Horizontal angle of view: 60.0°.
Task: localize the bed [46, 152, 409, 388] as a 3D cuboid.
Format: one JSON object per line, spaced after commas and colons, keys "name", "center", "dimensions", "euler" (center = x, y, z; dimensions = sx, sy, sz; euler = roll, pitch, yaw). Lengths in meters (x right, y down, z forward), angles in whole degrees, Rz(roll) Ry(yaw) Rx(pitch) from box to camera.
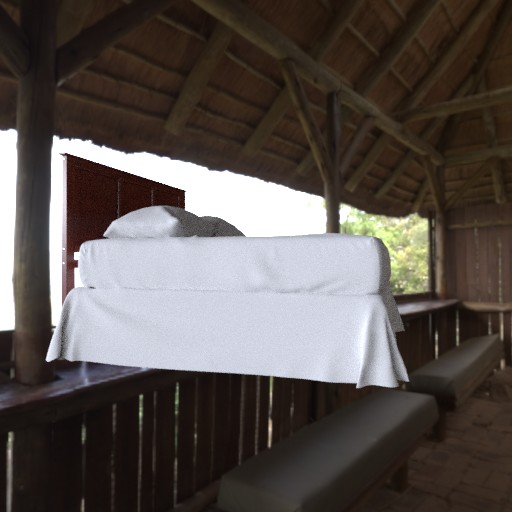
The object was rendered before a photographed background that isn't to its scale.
{"name": "bed", "center": [0.000, 0.000, 3.192], "dimensions": [2.050, 1.270, 1.870], "euler": [0, 0, 18]}
